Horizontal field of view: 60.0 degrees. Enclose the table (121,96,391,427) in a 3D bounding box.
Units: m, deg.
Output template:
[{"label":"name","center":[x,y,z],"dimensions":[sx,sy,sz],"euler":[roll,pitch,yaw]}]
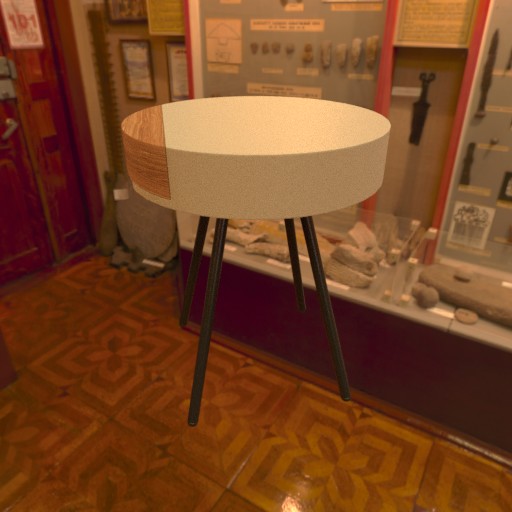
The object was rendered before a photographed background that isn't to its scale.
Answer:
[{"label":"table","center":[0.000,0.000,0.864],"dimensions":[0.450,0.525,0.450],"euler":[0,29,0]}]
